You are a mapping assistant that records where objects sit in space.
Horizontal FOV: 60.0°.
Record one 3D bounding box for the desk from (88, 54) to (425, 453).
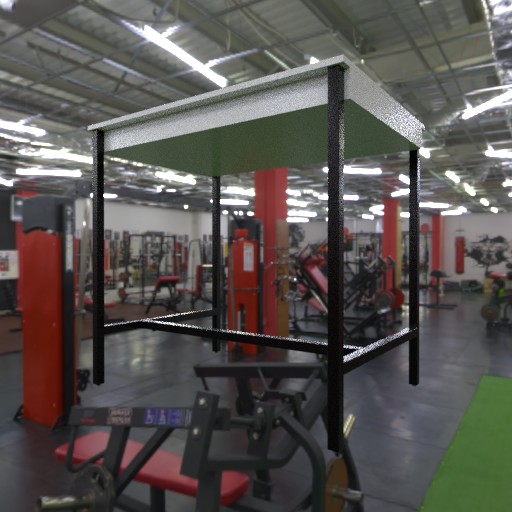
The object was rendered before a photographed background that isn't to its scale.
[{"bbox_3d":[0.000,0.000,1.308,0.811,0.766,0.573,0,0,35],"label":"desk"}]
